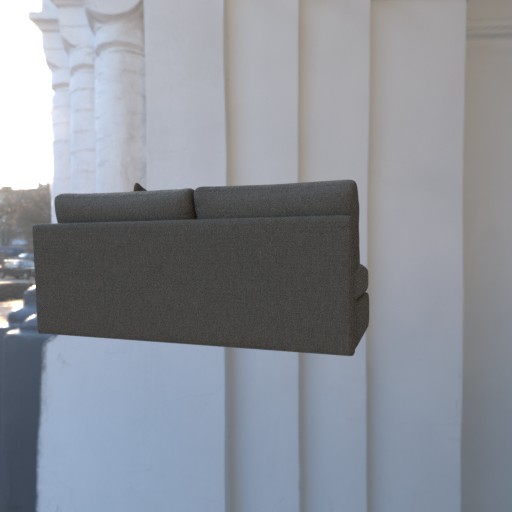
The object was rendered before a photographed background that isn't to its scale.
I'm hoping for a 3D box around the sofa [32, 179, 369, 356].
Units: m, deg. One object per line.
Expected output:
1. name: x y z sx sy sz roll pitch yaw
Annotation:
1. sofa: 0.000 0.000 3.821 1.994 0.978 2.896 0 0 19
